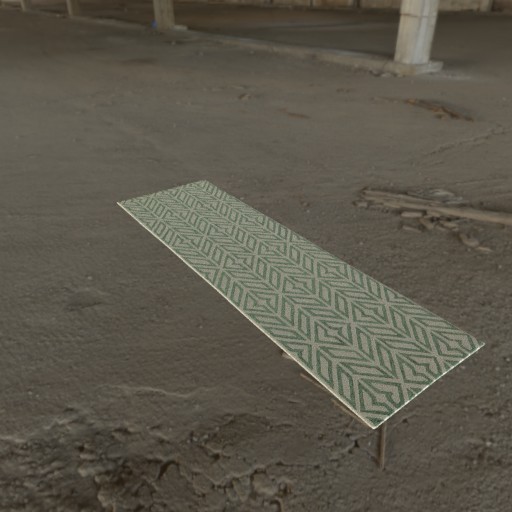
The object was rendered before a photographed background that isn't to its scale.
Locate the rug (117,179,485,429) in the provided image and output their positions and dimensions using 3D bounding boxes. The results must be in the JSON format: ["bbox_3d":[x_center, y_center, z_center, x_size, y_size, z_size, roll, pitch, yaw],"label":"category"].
[{"bbox_3d":[0.000,0.000,2.630,0.750,0.009,2.435,-21,37,-31],"label":"rug"}]
